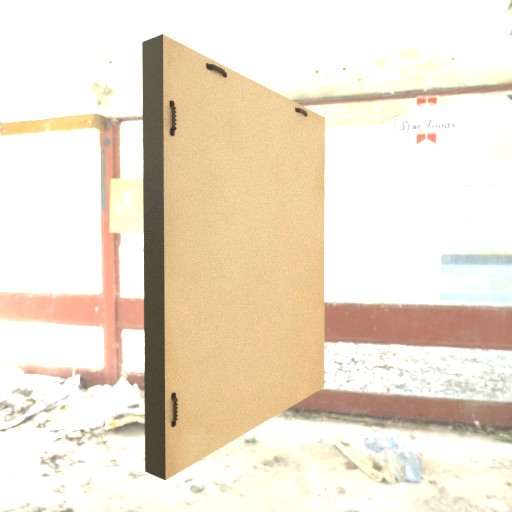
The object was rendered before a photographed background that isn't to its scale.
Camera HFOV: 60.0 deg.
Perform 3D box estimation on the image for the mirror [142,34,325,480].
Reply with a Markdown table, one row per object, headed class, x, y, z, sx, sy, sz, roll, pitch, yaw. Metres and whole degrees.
| class | x | y | z | sx | sy | sz | roll | pitch | yaw |
| --- | --- | --- | --- | --- | --- | --- | --- | --- | --- |
| mirror | 0.000 | 0.000 | 0.678 | 0.041 | 0.509 | 0.406 | 1 | 2 | 35 |
